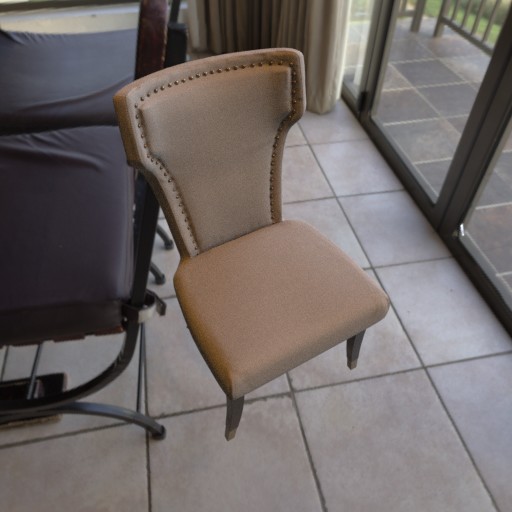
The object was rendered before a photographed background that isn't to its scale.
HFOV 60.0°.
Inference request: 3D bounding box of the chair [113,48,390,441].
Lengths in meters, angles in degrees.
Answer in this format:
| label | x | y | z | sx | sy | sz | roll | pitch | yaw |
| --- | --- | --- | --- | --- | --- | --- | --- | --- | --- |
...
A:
| label | x | y | z | sx | sy | sz | roll | pitch | yaw |
| --- | --- | --- | --- | --- | --- | --- | --- | --- | --- |
| chair | 0.000 | 0.000 | 1.293 | 0.526 | 0.950 | 0.630 | -23 | 51 | -20 |
